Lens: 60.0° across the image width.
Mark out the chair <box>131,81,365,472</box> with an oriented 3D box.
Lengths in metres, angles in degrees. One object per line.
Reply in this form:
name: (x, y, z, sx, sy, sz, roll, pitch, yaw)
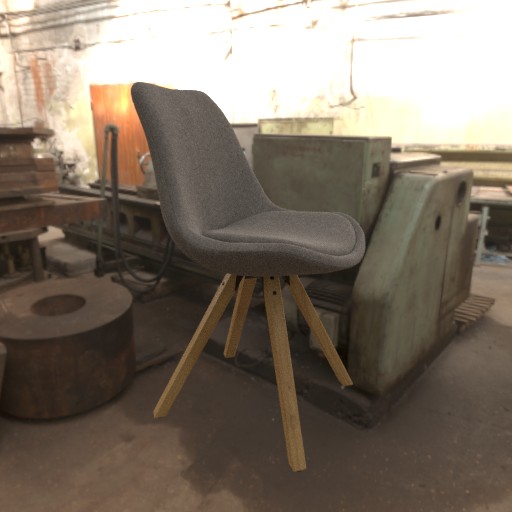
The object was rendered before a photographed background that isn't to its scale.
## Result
chair: (0.000, 0.000, 1.173, 0.550, 0.865, 0.483, 8, 17, 26)
